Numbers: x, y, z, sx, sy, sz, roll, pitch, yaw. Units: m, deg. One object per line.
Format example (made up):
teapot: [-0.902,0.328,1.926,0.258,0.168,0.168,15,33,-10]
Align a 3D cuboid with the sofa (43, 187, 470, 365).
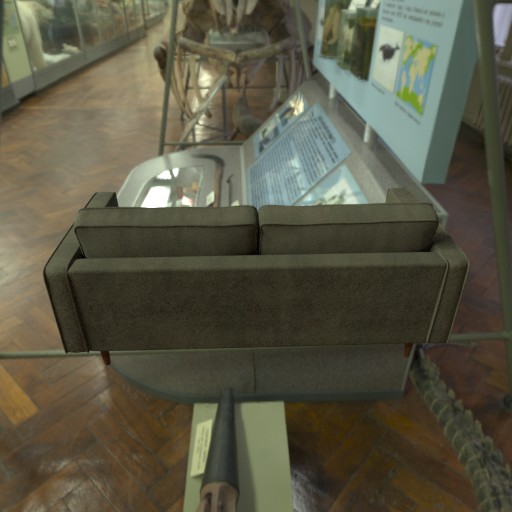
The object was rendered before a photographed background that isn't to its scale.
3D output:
sofa: [0.000,0.000,2.425,1.920,0.825,0.924,-1,31,-2]
